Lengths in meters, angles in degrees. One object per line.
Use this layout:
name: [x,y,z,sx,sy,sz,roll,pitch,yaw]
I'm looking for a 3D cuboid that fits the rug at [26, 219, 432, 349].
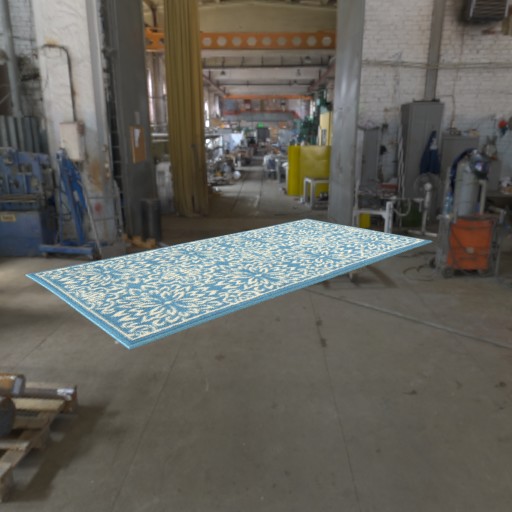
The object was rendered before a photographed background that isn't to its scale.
rug: [0.000,0.000,1.436,1.219,0.007,0.604,-14,21,-41]
